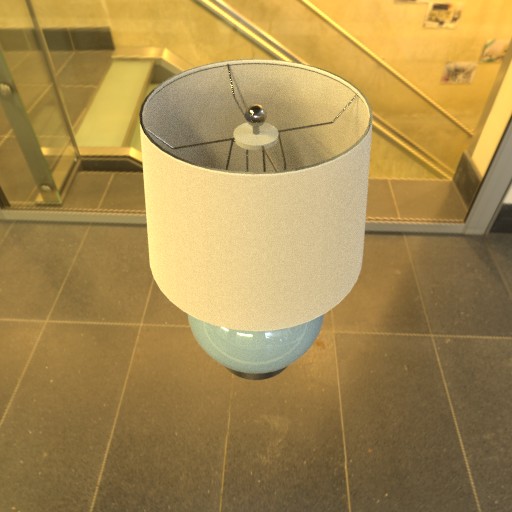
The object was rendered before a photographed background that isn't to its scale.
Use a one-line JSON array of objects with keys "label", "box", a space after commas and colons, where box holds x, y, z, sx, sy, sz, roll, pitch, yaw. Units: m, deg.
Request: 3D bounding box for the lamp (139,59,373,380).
[{"label": "lamp", "box": [0.000, 0.000, 0.534, 0.247, 0.387, 0.247, 0, 46, 0]}]
